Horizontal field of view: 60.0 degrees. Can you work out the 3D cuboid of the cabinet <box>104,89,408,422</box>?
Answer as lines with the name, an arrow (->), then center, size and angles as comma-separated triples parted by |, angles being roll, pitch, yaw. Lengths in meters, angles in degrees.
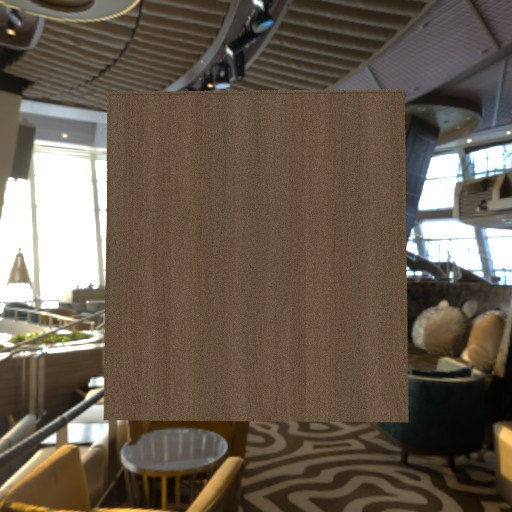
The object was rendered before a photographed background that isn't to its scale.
cabinet -> 0.000, 0.000, 3.062 | 1.870, 2.060, 0.620 | 0, -2, 1
